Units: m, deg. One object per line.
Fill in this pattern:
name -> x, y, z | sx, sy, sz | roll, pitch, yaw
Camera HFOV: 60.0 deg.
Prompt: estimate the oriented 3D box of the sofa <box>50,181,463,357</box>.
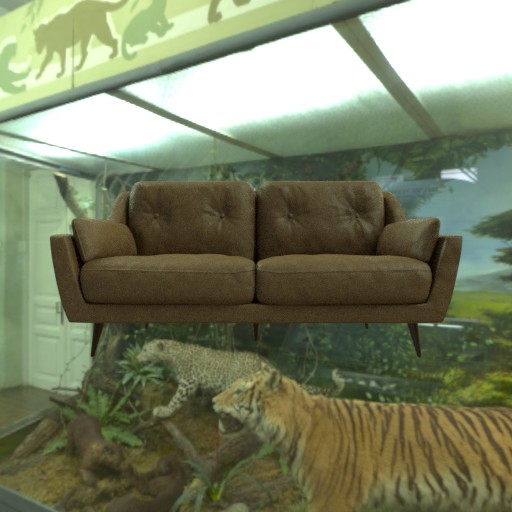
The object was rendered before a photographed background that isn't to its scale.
sofa -> 0.000, 0.000, 2.301 | 1.731, 0.886, 0.981 | 0, 0, 0
